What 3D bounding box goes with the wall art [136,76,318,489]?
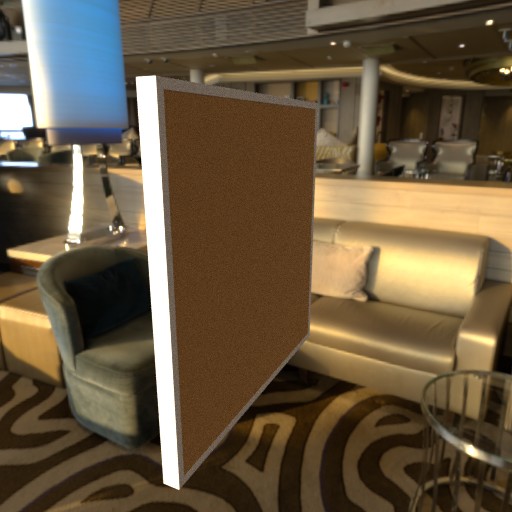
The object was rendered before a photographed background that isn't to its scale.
[{"bbox_3d":[0.000,0.000,1.109,0.038,0.762,0.762,8,17,25],"label":"wall art"}]
